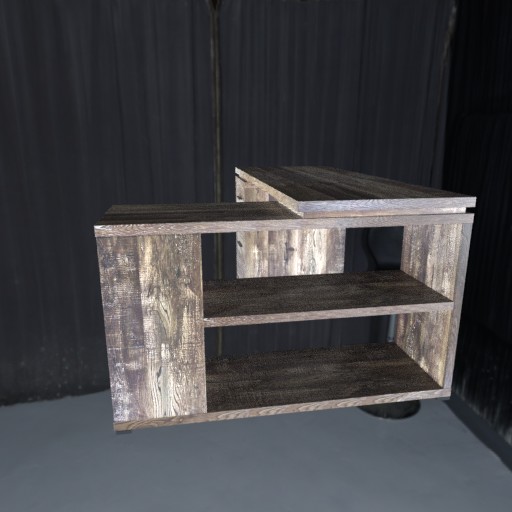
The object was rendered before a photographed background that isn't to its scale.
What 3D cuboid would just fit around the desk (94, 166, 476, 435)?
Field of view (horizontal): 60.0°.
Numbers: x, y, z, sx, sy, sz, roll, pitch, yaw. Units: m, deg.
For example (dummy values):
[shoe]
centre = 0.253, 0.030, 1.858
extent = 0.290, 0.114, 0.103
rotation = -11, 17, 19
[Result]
[desk]
centre = 0.000, 0.000, 2.175
extent = 1.200, 0.753, 1.524
rotation = -3, 15, -9
